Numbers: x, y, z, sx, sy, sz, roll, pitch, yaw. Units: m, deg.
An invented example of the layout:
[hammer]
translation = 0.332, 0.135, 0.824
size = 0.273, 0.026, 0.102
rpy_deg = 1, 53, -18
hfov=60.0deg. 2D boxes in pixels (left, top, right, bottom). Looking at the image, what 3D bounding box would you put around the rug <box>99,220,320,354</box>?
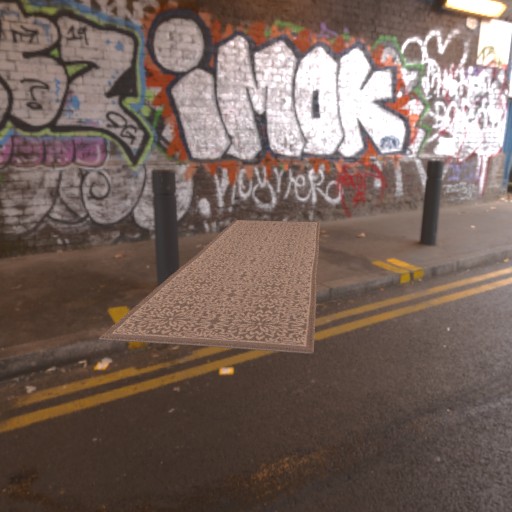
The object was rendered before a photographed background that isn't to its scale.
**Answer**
[rug]
translation = 0.000, 0.000, 2.379
size = 0.662, 0.011, 2.196
rpy_deg = 2, 14, 8
